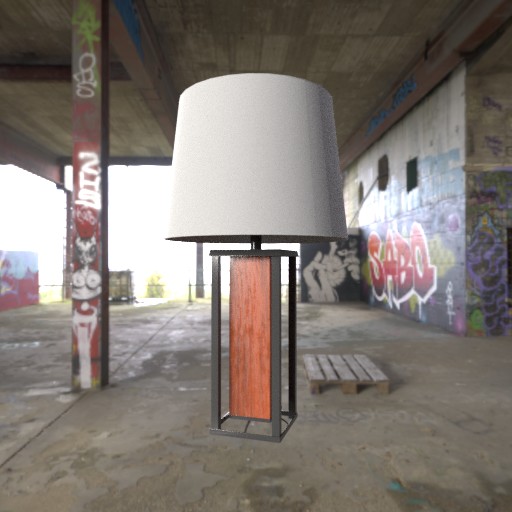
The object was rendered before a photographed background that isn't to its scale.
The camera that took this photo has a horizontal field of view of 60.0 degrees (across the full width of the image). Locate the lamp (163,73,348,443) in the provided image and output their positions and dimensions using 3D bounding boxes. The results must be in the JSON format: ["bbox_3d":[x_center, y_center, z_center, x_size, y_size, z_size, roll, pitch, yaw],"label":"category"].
[{"bbox_3d":[0.000,0.000,0.779,0.320,0.591,0.320,0,-1,0],"label":"lamp"}]
